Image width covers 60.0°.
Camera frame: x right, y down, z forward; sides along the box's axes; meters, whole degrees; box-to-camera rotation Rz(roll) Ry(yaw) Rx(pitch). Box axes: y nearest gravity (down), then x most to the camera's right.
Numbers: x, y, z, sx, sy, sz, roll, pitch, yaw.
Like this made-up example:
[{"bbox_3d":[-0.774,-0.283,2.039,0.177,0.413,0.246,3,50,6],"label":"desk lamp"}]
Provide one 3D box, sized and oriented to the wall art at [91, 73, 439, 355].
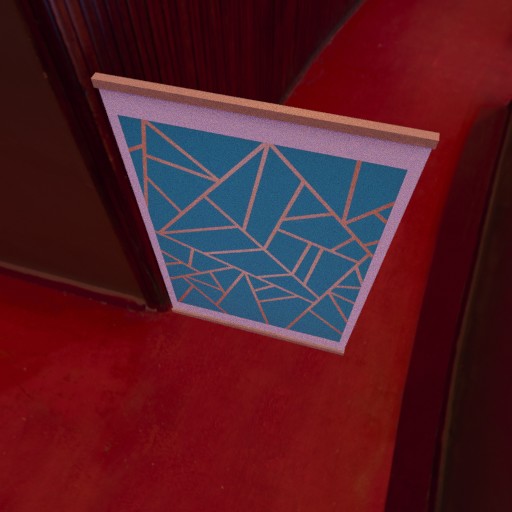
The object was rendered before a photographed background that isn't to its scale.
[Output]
[{"bbox_3d":[0.000,0.000,1.861,0.990,1.519,0.030,13,57,8],"label":"wall art"}]
